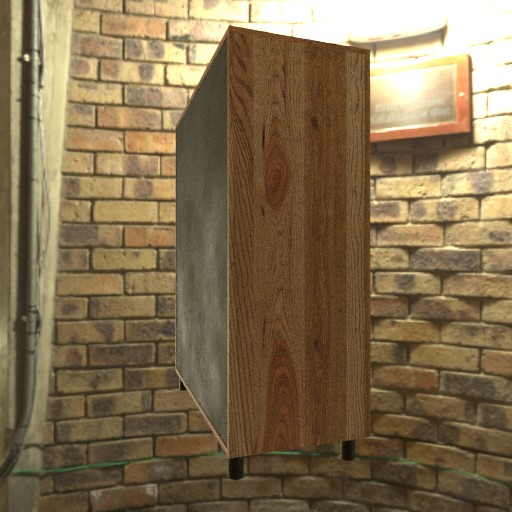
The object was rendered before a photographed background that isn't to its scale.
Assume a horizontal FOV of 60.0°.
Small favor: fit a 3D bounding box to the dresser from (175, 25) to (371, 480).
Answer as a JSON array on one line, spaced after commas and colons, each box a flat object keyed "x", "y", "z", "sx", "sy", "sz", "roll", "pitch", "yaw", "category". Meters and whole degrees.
[{"x": 0.000, "y": 0.000, "z": 1.727, "sx": 0.480, "sy": 1.243, "sz": 0.966, "roll": 0, "pitch": 0, "yaw": -19, "category": "dresser"}]
